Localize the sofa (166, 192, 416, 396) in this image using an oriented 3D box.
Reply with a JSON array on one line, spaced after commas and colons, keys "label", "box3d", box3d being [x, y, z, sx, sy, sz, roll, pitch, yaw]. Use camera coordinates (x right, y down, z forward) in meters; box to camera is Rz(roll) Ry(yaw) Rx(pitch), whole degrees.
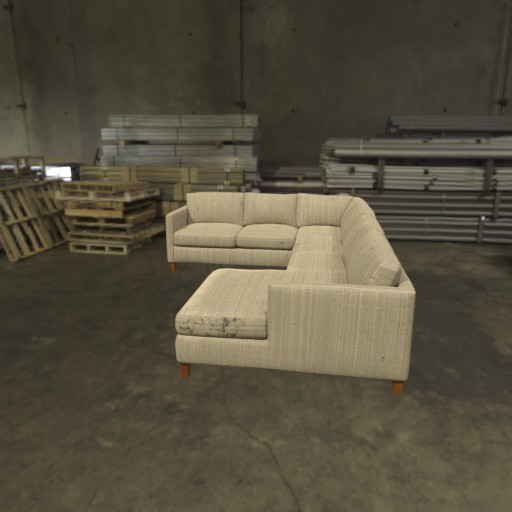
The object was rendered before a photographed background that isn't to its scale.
[{"label": "sofa", "box3d": [0.000, 0.000, 4.616, 2.594, 0.961, 3.460, 2, 15, 9]}]
